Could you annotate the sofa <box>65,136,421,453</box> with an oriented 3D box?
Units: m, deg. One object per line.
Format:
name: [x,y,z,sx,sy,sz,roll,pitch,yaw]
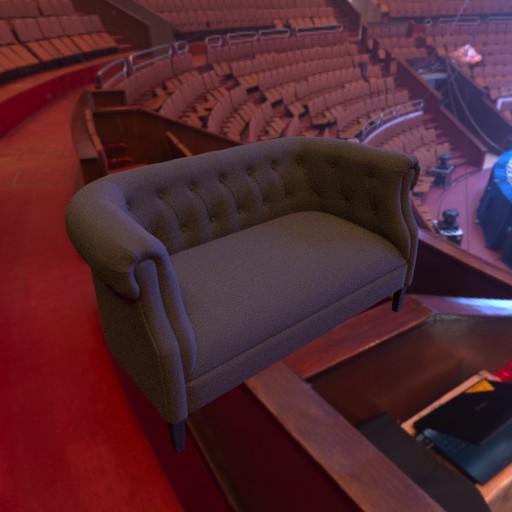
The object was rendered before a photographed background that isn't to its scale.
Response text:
sofa: [0.000,0.000,2.044,1.558,0.827,0.835,-22,35,-34]
